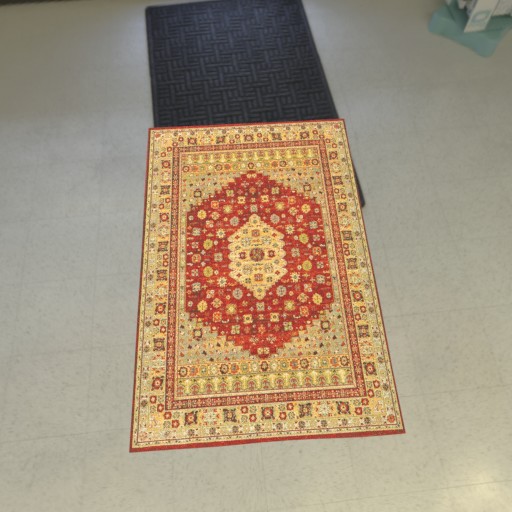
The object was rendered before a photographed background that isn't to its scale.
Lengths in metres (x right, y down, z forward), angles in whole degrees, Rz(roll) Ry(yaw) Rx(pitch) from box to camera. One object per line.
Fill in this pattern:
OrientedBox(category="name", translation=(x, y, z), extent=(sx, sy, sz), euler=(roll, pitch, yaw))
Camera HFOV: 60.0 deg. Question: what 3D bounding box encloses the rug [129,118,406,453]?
OrientedBox(category="rug", translation=(0.000, 0.000, 2.303), extent=(1.194, 0.013, 1.802), euler=(-3, 64, -2))
